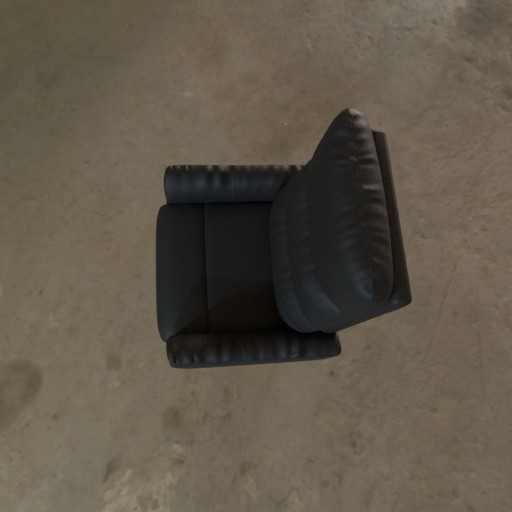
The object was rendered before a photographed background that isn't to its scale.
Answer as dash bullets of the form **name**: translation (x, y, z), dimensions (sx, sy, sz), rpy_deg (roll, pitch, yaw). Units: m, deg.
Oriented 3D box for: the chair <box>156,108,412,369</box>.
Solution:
- **chair**: translation (0.000, 0.000, 1.666), dimensions (0.831, 1.082, 0.775), rpy_deg (-4, 75, -1)
